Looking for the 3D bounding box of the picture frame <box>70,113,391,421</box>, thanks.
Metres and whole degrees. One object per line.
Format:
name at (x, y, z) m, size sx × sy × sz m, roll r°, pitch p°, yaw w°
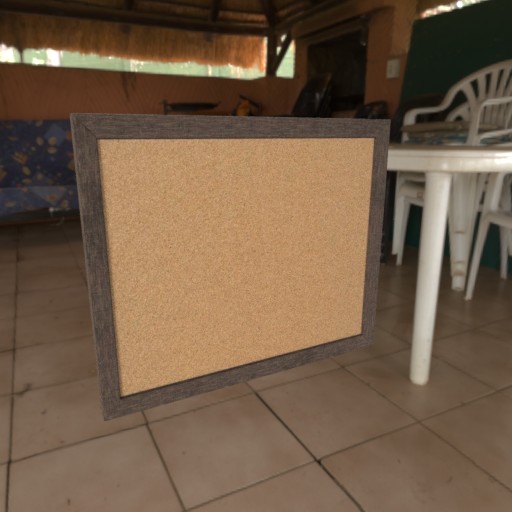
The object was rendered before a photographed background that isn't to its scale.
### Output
picture frame at (0.000, 0.000, 0.761) m, size 0.546 × 0.455 × 0.026 m, roll -8°, pitch 17°, yaw -27°
